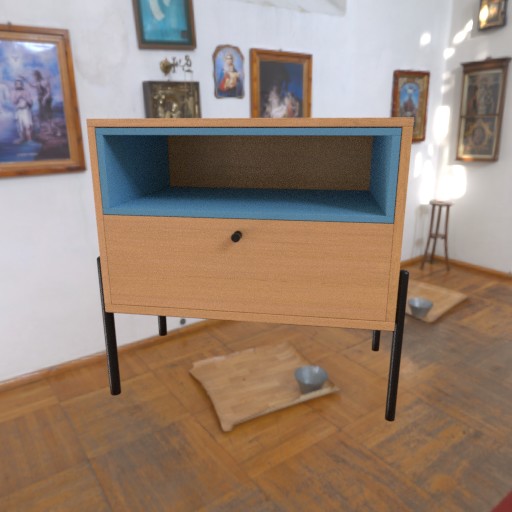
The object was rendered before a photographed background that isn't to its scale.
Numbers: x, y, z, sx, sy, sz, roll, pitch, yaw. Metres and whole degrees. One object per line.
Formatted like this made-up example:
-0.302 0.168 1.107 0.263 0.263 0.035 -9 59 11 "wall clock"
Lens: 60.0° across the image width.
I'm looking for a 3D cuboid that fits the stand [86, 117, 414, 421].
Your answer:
0.000 0.000 1.023 0.630 0.600 0.400 3 16 9 "stand"
